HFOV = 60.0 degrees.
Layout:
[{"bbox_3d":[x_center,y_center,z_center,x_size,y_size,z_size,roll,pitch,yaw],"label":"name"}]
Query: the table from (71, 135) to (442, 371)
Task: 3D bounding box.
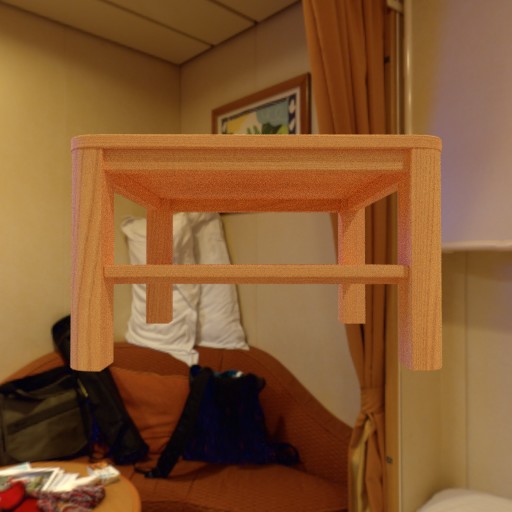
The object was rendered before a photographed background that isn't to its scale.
[{"bbox_3d":[0.000,0.000,1.215,0.750,0.450,0.750,0,-1,0],"label":"table"}]
